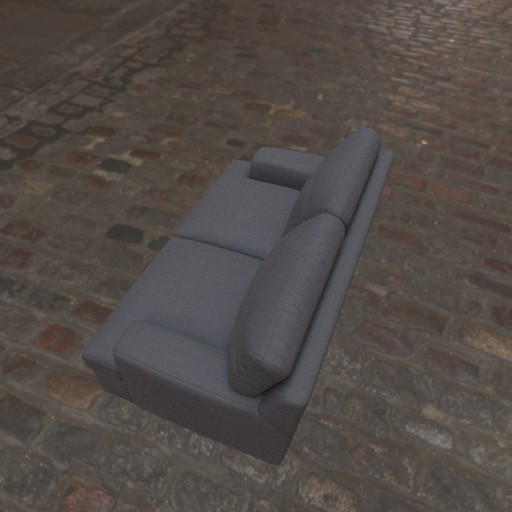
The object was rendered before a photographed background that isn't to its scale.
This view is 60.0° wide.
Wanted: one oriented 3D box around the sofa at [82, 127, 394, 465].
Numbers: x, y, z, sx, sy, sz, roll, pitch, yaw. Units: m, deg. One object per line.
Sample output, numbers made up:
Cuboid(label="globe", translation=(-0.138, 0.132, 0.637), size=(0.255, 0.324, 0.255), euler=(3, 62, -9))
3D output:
Cuboid(label="sofa", translation=(0.000, 0.000, 2.551), size=(1.143, 0.940, 1.880), euler=(17, 48, 15))
